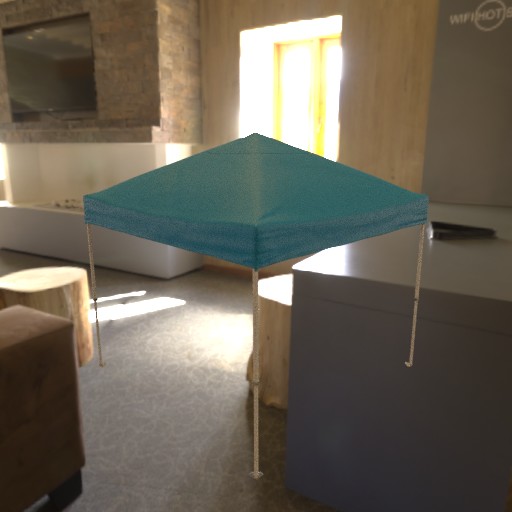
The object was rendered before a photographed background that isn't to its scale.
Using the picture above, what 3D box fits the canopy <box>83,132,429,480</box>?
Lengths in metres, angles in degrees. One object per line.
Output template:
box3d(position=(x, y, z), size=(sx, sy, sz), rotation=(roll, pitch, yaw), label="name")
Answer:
box3d(position=(0.000, 0.000, 5.553), size=(2.996, 2.997, 2.998), rotation=(14, 20, 43), label="canopy")
